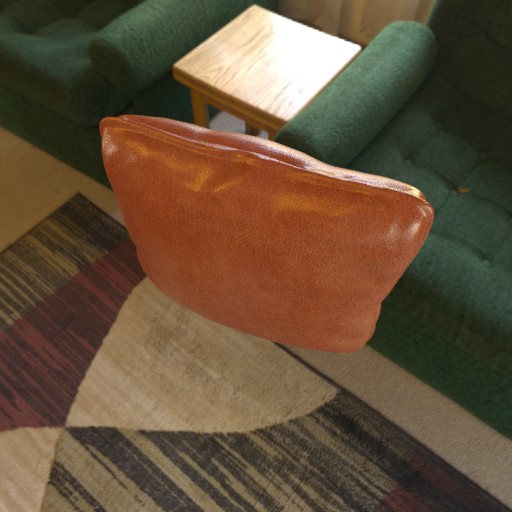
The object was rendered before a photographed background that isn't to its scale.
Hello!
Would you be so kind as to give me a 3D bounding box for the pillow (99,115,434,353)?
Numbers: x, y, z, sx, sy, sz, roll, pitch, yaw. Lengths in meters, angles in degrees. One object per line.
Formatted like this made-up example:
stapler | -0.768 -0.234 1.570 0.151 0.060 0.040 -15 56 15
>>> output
pillow | 0.000 0.000 0.846 0.532 0.523 0.236 17 60 10
